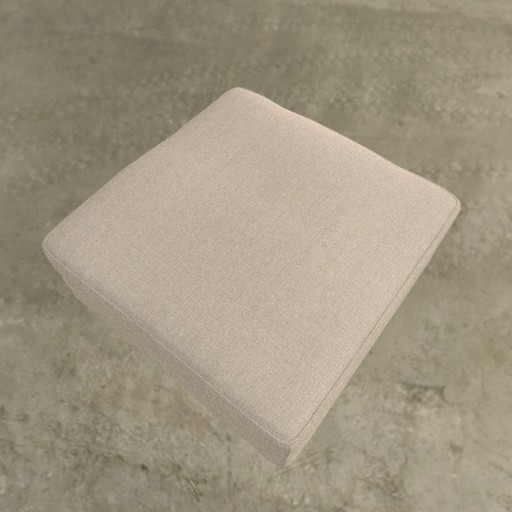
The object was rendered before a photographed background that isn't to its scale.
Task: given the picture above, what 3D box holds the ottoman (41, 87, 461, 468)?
[{"bbox_3d":[0.000,0.000,1.335,0.838,0.481,0.838,33,63,19],"label":"ottoman"}]
